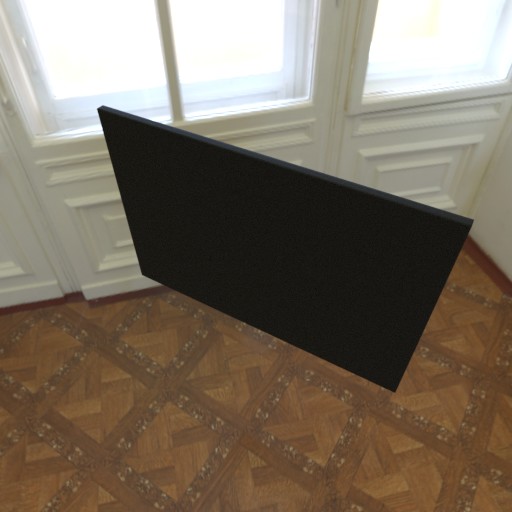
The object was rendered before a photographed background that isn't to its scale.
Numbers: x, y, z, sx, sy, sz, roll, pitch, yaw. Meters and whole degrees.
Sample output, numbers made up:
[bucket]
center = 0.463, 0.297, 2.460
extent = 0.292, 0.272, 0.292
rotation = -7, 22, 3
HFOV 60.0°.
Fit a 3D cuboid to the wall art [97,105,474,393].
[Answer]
[wall art]
center = 0.000, 0.000, 1.258
extent = 0.964, 0.659, 0.049
rotation = 23, 50, 21
